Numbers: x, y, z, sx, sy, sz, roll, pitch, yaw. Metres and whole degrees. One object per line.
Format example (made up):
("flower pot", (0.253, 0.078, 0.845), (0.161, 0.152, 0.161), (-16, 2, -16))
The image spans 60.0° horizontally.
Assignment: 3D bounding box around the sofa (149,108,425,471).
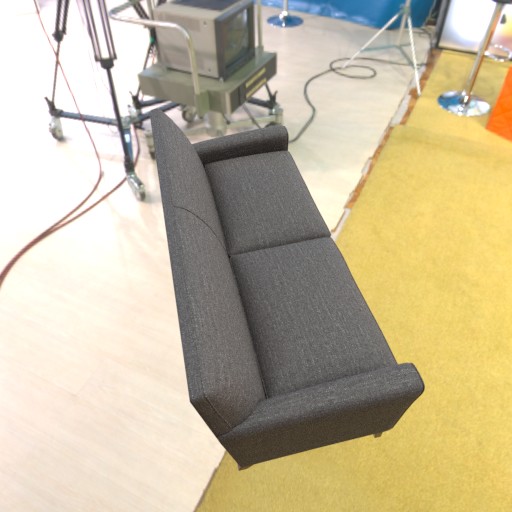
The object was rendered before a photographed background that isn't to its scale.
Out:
("sofa", (0.000, 0.000, 2.392), (0.875, 0.846, 1.976), (-10, 47, -9))
